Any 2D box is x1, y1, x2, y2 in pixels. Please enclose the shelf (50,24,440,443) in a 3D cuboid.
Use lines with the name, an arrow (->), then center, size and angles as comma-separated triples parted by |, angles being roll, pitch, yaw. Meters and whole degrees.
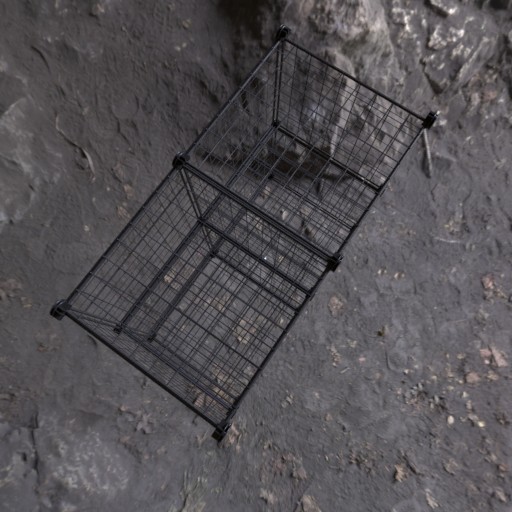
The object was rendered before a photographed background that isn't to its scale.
shelf -> 0.000, 0.000, 1.130 | 0.356, 0.711, 0.711 | 34, 78, 8
